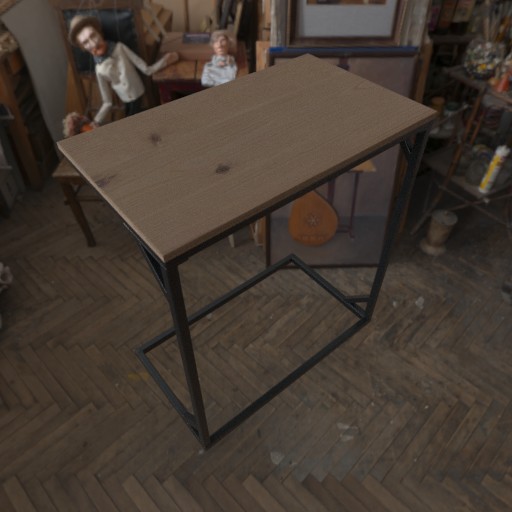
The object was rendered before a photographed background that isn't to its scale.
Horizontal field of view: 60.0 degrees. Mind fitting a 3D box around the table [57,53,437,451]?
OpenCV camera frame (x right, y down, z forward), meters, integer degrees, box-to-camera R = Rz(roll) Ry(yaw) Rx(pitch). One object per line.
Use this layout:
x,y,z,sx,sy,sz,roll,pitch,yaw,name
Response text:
0.000,0.000,1.039,0.597,0.673,0.351,-31,53,-26,table
